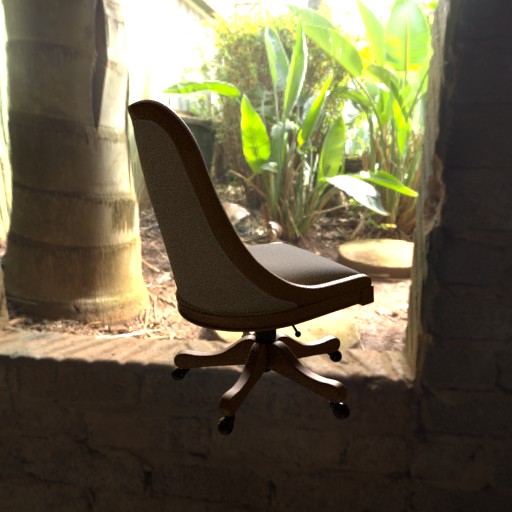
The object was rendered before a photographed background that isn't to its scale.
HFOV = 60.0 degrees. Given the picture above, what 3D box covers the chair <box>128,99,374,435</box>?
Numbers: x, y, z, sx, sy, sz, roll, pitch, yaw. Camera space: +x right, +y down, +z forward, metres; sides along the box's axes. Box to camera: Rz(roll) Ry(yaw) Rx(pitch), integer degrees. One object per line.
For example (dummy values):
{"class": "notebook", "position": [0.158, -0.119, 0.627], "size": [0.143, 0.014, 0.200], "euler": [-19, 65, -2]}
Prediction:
{"class": "chair", "position": [0.000, 0.000, 1.569], "size": [0.811, 1.009, 0.702], "euler": [-8, 16, -27]}
